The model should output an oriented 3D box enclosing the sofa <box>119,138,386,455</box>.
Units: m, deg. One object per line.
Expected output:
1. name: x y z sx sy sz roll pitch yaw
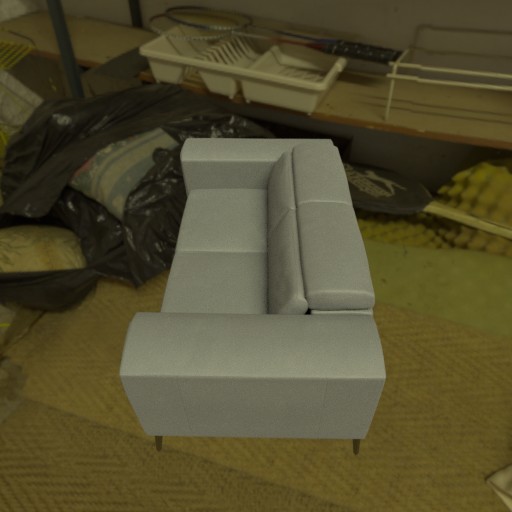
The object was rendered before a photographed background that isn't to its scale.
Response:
1. sofa: 0.000 0.000 2.459 1.003 0.779 1.895 1 41 1
